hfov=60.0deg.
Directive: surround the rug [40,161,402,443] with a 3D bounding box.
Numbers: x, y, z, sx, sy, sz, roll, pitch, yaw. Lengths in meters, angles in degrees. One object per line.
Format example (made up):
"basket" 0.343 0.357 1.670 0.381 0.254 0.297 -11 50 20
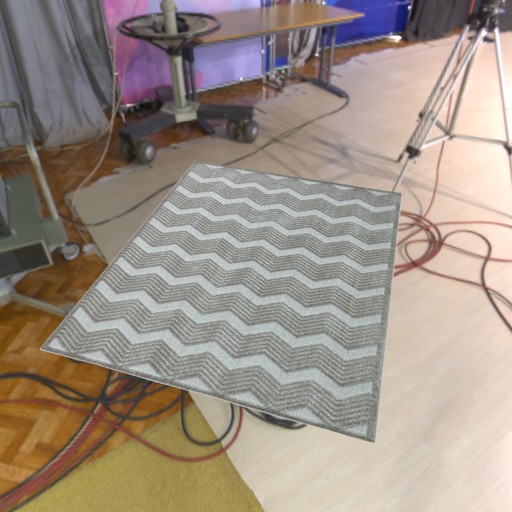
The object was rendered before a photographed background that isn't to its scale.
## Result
"rug" 0.000 0.000 3.974 2.391 0.005 2.880 11 42 13
